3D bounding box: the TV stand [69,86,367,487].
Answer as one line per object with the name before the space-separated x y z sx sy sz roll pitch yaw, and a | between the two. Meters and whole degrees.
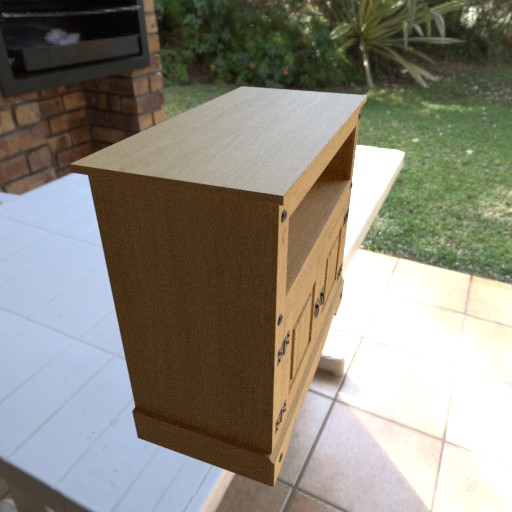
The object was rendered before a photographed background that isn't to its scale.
TV stand | 0.000 0.000 1.314 0.430 0.787 0.851 11 33 18
